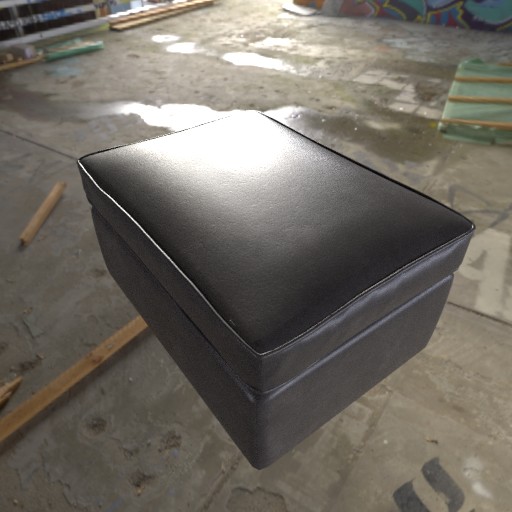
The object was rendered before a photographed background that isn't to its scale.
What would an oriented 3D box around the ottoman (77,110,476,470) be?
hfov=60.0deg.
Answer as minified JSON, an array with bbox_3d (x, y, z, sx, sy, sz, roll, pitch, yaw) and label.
[{"bbox_3d":[0.000,0.000,1.082,0.554,0.445,0.756,-25,46,-27],"label":"ottoman"}]
